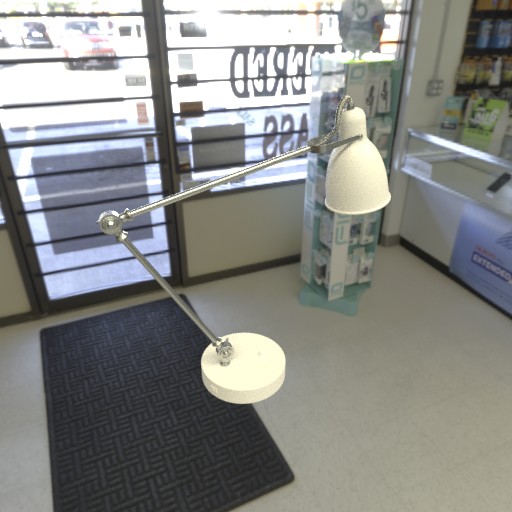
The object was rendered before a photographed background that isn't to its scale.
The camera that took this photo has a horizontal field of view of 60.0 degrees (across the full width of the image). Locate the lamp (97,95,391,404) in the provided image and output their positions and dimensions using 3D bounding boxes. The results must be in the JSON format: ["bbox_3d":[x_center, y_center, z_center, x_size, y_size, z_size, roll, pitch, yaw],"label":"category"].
[{"bbox_3d":[0.000,0.000,0.870,0.561,0.587,0.187,-10,30,-18],"label":"lamp"}]
